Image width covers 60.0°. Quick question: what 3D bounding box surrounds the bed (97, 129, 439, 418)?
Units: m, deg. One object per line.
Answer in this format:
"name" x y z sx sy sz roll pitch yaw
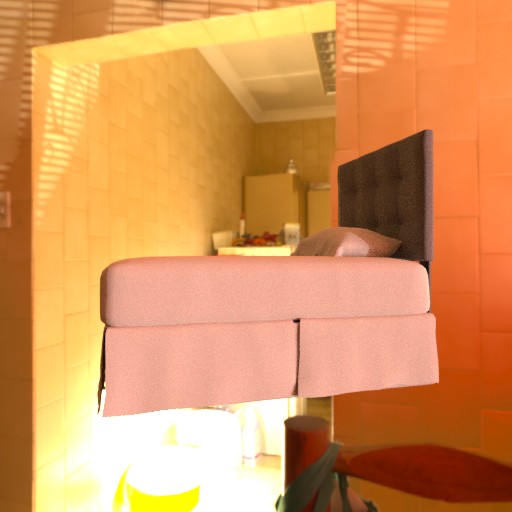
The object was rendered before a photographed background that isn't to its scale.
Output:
"bed" 0.000 0.000 2.988 1.997 1.571 1.261 0 0 -17
